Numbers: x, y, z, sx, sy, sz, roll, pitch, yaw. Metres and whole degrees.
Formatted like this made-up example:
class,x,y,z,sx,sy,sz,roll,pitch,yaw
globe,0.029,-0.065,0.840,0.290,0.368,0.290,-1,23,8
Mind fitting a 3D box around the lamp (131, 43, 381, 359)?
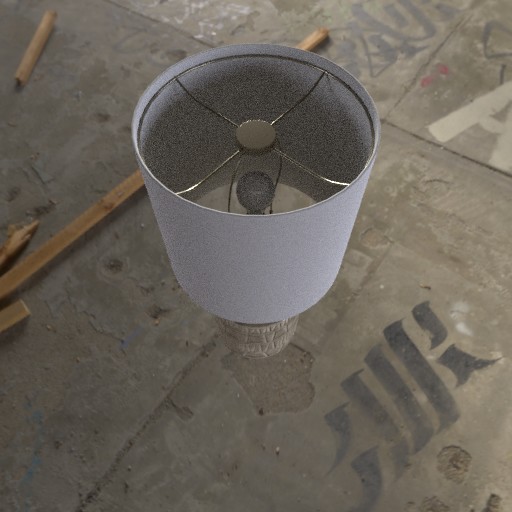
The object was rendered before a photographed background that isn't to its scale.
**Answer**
class,x,y,z,sx,sy,sz,roll,pitch,yaw
lamp,0.000,0.000,0.572,0.211,0.455,0.211,-31,64,-17
